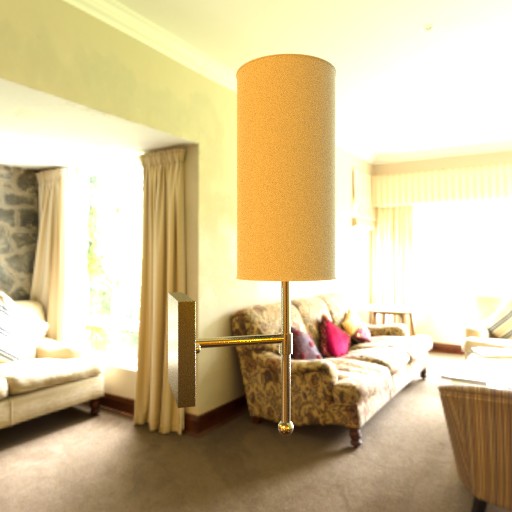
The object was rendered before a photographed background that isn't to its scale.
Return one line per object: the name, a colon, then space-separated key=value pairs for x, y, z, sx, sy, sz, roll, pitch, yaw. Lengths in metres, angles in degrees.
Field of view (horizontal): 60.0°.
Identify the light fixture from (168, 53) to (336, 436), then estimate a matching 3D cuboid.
light fixture: x=0.000 y=0.000 z=0.559 sx=0.208 sy=0.462 sz=0.128 roll=0 pitch=0 yaw=-16
